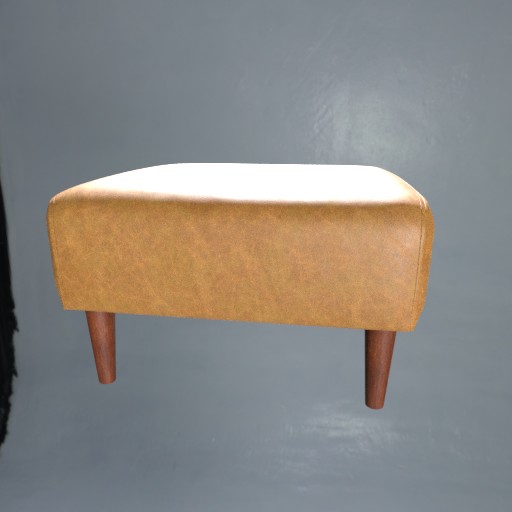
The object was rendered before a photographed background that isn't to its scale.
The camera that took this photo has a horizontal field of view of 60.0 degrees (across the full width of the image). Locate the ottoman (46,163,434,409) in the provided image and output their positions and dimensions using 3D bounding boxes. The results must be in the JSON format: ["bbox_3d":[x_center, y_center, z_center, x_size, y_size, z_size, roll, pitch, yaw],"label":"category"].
[{"bbox_3d":[0.000,0.000,1.032,0.650,0.399,0.650,2,16,9],"label":"ottoman"}]
